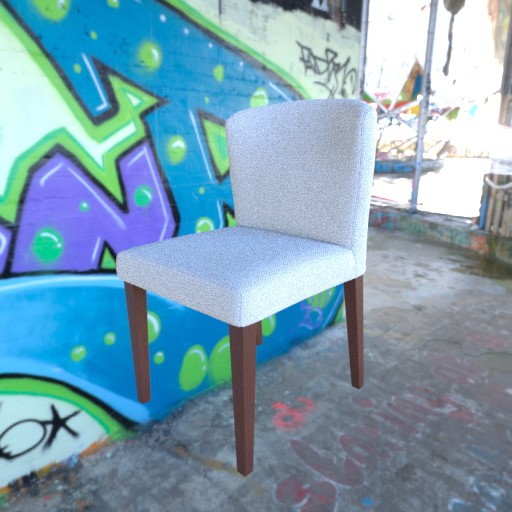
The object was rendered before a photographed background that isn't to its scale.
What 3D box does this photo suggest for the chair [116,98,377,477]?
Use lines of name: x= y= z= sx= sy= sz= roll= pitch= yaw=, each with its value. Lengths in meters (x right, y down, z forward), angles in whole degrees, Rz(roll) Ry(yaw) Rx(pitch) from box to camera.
chair: x=0.000 y=0.000 z=1.211 sx=0.491 sy=0.839 sz=0.589 roll=14 pitch=21 yaw=41
